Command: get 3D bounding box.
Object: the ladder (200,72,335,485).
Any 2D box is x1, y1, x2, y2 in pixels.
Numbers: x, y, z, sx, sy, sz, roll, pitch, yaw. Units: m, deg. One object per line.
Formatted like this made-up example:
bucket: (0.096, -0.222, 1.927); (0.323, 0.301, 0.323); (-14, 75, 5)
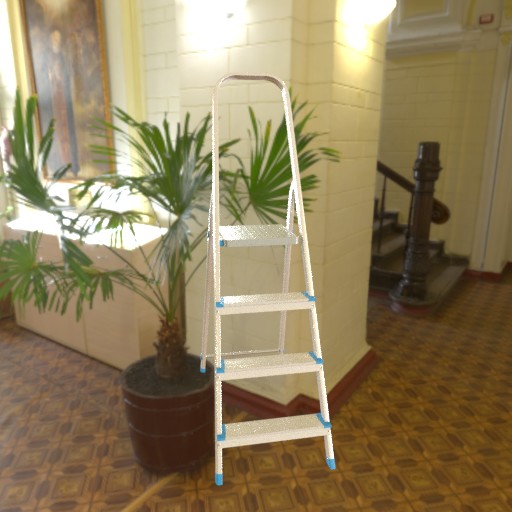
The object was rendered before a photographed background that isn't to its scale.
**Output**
ladder: (0.000, 0.000, 1.819); (0.445, 1.434, 0.842); (-3, 15, -10)
